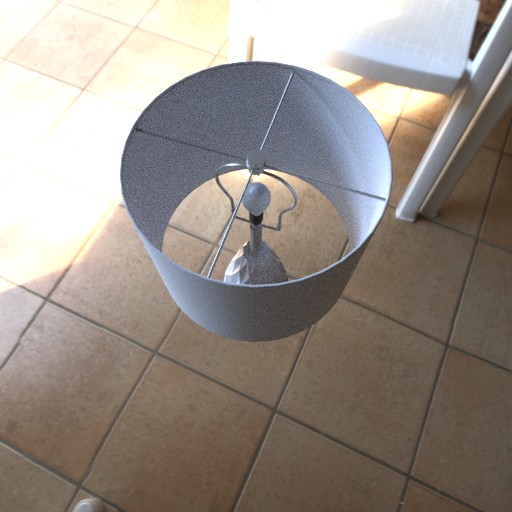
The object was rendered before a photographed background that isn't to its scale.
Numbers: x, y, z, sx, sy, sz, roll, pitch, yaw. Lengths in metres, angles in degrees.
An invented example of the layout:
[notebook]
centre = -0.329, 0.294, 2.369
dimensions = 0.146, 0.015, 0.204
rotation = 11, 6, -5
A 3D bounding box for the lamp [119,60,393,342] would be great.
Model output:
[lamp]
centre = 0.000, 0.000, 0.718
dimensions = 0.297, 0.522, 0.297
rotation = 0, 66, 0
